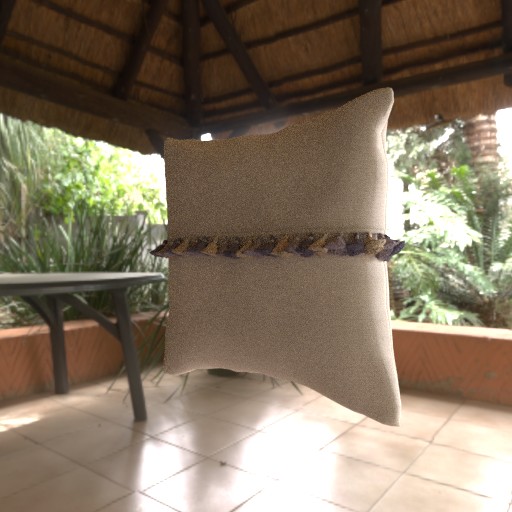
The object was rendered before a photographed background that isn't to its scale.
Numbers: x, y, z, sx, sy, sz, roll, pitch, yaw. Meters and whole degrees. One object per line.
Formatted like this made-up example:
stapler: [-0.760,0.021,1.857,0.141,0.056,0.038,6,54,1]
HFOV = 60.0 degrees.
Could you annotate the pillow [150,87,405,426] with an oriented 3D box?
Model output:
pillow: [0.000,0.000,0.747,0.489,0.481,0.165,0,0,36]
